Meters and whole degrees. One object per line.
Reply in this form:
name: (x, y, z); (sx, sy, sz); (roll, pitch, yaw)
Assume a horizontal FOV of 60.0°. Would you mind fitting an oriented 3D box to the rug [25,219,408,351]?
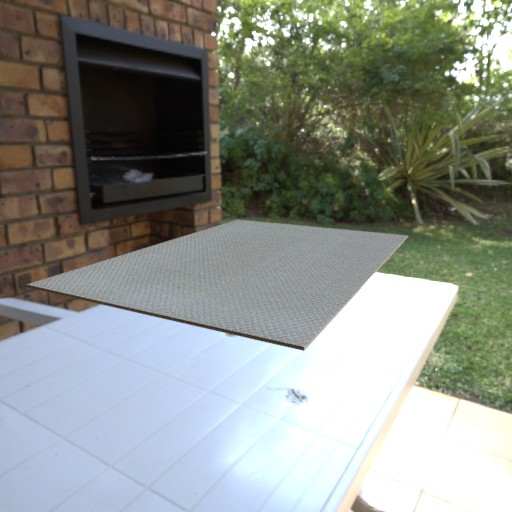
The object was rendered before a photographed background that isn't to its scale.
rug: (0.000, 0.000, 2.819); (1.509, 0.013, 2.144); (8, 16, 27)
